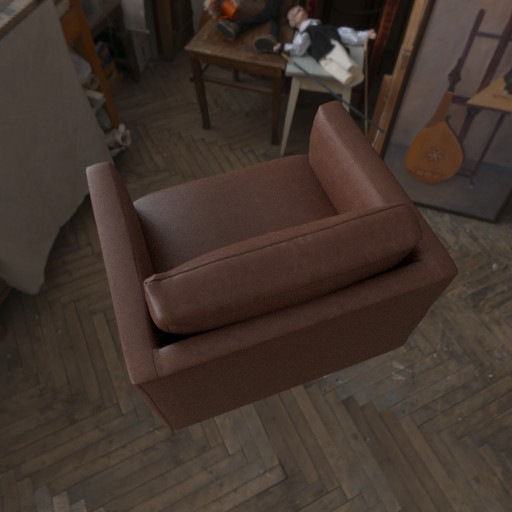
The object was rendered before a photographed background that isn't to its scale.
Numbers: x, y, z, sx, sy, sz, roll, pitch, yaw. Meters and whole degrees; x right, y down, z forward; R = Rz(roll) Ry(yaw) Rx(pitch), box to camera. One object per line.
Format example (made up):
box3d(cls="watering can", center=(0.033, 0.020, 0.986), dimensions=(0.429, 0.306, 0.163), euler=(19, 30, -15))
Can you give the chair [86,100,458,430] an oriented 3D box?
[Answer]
box3d(cls="chair", center=(0.000, 0.000, 1.819), dimensions=(1.107, 0.917, 0.959), euler=(-17, 59, -11))
